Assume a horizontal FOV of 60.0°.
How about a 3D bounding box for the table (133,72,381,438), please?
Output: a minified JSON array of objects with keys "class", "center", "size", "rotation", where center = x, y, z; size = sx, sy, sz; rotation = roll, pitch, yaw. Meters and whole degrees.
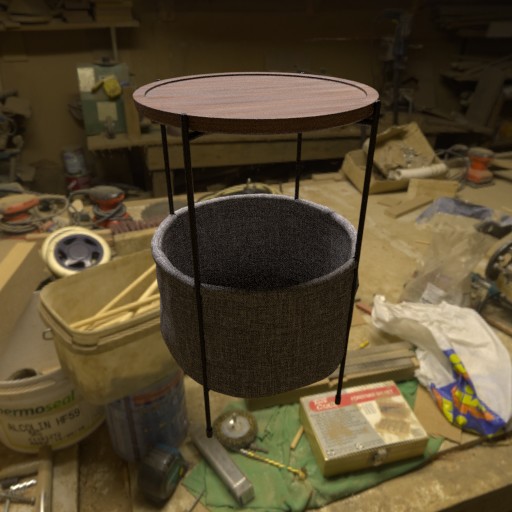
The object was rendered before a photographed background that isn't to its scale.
[{"class":"table","center":[0.000,0.000,0.871],"size":[0.400,0.623,0.400],"rotation":[-9,32,-15]}]
